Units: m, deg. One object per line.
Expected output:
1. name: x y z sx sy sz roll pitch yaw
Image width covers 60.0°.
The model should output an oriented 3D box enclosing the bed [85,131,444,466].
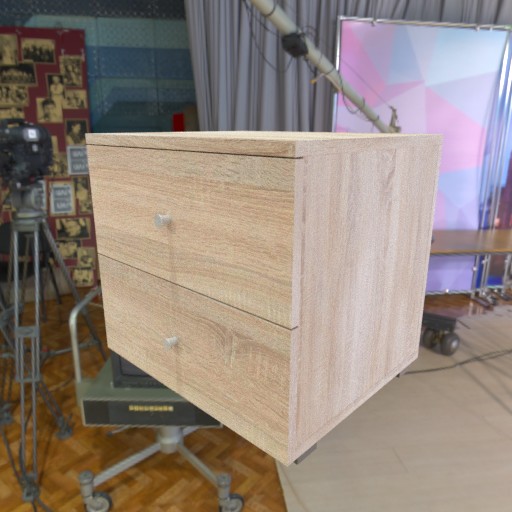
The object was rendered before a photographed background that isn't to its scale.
1. bed: 0.000 0.000 0.792 0.460 0.420 0.401 15 22 41
